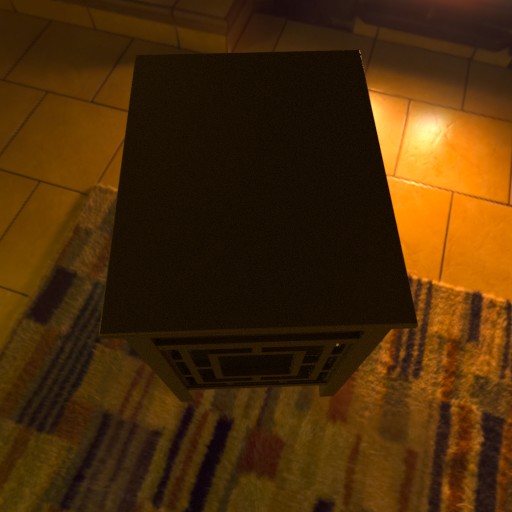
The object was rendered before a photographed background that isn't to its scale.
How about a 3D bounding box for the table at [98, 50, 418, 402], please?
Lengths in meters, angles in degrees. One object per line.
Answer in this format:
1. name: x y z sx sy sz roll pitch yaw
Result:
1. table: 0.000 0.000 1.021 0.451 0.646 0.564 -2 63 -1
